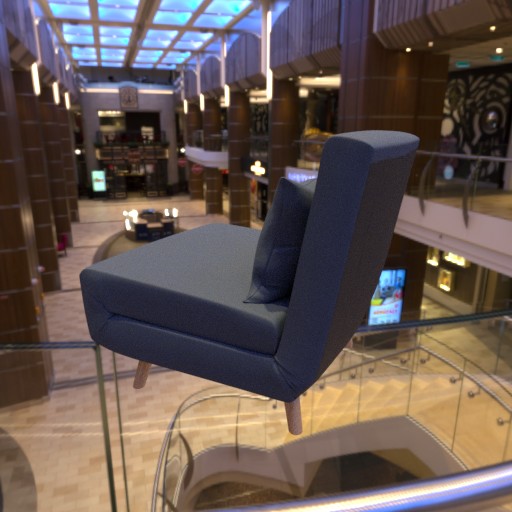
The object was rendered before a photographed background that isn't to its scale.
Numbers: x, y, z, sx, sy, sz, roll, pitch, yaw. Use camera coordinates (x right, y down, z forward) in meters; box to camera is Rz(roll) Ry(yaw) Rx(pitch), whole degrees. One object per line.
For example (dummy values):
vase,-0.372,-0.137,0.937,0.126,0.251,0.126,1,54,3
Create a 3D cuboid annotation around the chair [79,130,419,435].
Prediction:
chair,0.000,0.000,1.478,0.900,0.808,0.770,8,18,25
